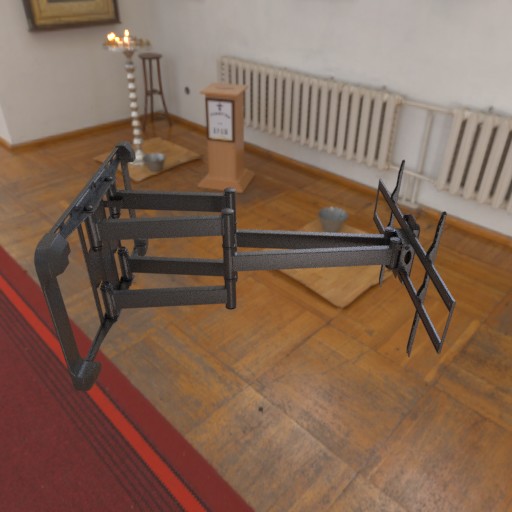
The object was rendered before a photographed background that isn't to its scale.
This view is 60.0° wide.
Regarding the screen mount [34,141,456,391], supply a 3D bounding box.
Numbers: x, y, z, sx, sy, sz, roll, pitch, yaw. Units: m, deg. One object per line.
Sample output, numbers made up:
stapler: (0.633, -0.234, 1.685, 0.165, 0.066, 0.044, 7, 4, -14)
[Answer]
screen mount: (0.000, 0.000, 1.320, 0.905, 0.483, 0.725, 0, 33, 0)
